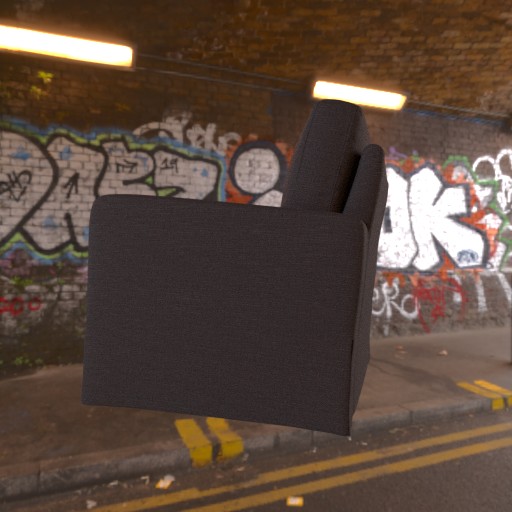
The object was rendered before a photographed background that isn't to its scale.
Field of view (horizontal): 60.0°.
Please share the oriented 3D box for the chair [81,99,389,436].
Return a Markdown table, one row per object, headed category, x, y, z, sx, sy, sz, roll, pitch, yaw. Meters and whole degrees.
| category | x | y | z | sx | sy | sz | roll | pitch | yaw |
| --- | --- | --- | --- | --- | --- | --- | --- | --- | --- |
| chair | 0.000 | 0.000 | 1.519 | 0.863 | 0.855 | 0.798 | 0 | 0 | 18 |
